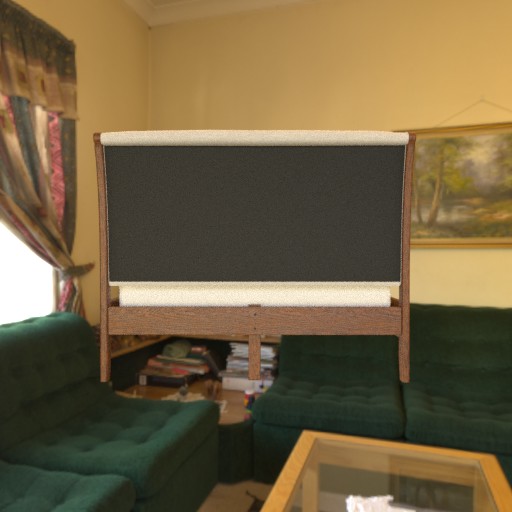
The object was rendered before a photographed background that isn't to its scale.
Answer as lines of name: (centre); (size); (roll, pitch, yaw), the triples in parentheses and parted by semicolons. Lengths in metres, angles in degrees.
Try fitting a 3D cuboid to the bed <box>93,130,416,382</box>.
bed: (0.000, 0.000, 3.299); (1.612, 1.250, 2.380); (0, 1, 0)
